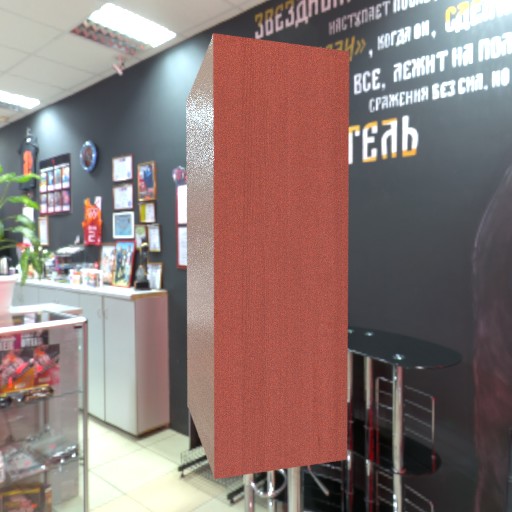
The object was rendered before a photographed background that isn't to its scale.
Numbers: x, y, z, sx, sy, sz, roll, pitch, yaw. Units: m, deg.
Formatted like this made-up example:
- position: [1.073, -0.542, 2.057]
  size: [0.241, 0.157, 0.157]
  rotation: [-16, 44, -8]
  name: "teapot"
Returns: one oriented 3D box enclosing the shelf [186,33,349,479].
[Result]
- position: [0.000, 0.000, 1.110]
  size: [0.292, 0.876, 0.417]
  rotation: [0, 2, -16]
  name: "shelf"
